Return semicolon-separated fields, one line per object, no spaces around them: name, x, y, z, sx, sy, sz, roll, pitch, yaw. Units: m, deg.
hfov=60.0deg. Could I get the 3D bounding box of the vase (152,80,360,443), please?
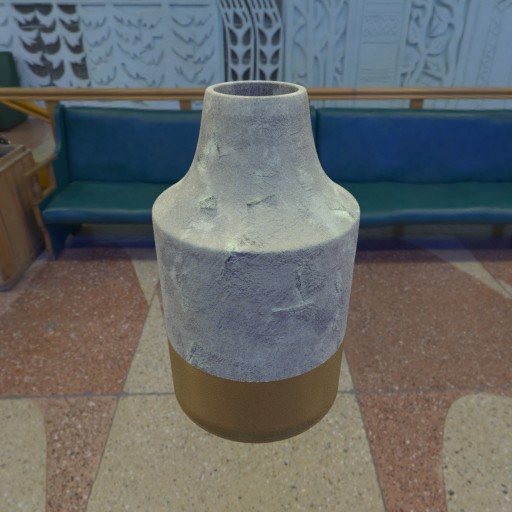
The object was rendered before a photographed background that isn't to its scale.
vase;0.000;0.000;0.424;0.184;0.305;0.184;0;30;0
